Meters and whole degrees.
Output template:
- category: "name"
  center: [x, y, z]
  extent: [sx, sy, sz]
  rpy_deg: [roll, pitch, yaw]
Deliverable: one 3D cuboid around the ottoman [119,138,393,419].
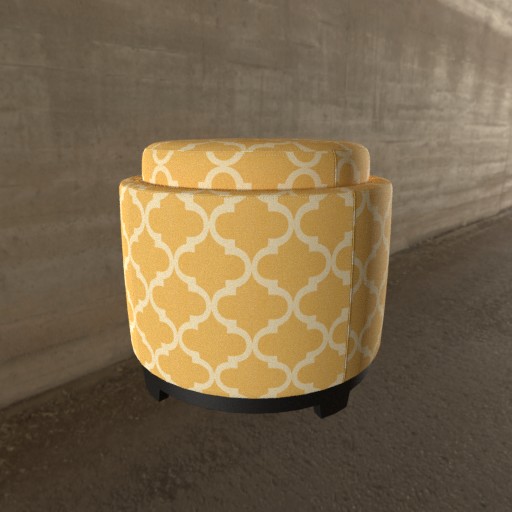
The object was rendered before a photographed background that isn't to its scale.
- category: "ottoman"
  center: [0.000, 0.000, 0.837]
  extent: [0.480, 0.429, 0.480]
  rpy_deg: [0, 15, 0]
